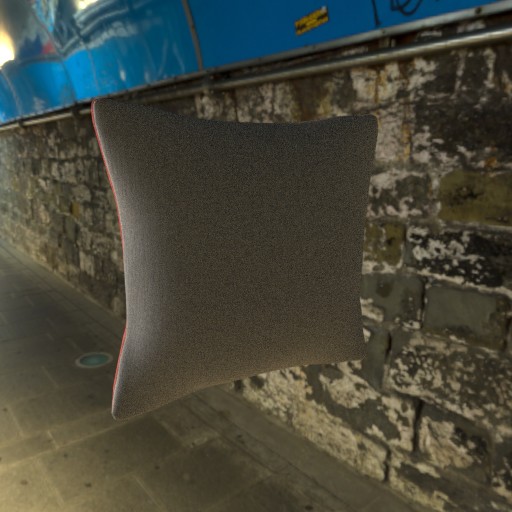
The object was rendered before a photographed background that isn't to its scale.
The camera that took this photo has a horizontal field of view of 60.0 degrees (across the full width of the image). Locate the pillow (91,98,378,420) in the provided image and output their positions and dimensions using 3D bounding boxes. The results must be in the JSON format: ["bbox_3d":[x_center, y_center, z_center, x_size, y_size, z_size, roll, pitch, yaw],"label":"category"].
[{"bbox_3d":[0.000,0.000,0.653,0.437,0.419,0.136,-6,14,-26],"label":"pillow"}]
